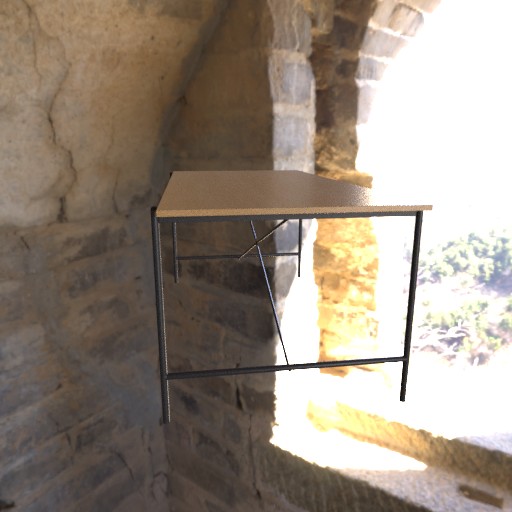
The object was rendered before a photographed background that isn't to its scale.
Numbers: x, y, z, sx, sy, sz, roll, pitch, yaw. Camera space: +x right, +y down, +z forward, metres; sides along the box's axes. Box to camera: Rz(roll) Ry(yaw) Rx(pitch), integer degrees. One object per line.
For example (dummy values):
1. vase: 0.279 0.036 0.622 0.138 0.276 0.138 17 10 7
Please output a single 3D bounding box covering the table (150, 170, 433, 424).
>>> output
1. table: 0.000 0.000 2.287 0.900 0.758 1.800 -2 15 -8
